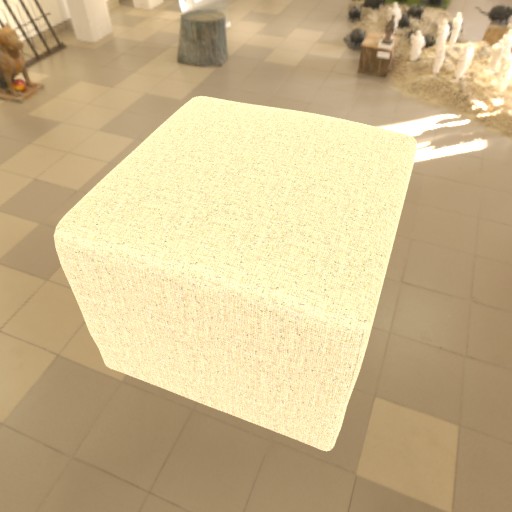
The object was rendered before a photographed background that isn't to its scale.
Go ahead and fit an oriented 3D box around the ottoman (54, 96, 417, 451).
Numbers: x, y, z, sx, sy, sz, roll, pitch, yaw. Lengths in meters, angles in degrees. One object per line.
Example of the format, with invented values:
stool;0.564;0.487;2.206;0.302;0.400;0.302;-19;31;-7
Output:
ottoman;0.000;0.000;0.922;0.512;0.453;0.521;16;47;15
